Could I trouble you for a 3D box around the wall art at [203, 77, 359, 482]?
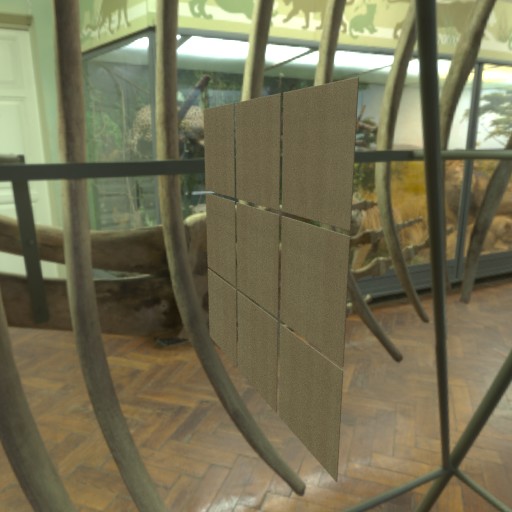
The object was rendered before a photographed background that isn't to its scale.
[{"bbox_3d":[0.000,0.000,2.238,0.002,1.505,1.517,-7,16,-24],"label":"wall art"}]
